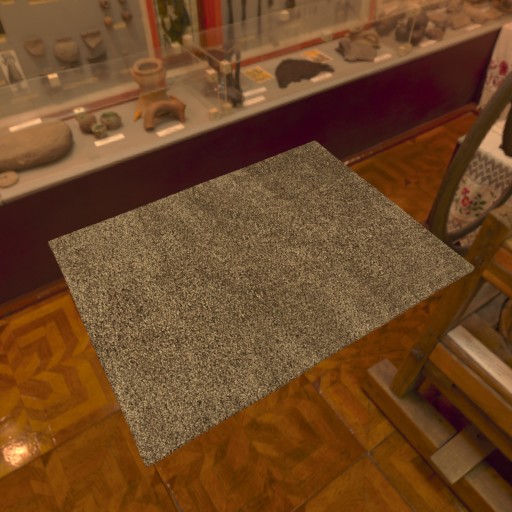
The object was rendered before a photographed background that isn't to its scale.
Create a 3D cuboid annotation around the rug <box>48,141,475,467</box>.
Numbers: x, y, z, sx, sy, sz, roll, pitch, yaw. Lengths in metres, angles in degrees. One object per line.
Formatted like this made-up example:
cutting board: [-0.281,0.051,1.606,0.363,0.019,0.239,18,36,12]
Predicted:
rug: [0.000,0.000,2.072,1.601,0.025,1.198,-25,53,-21]
